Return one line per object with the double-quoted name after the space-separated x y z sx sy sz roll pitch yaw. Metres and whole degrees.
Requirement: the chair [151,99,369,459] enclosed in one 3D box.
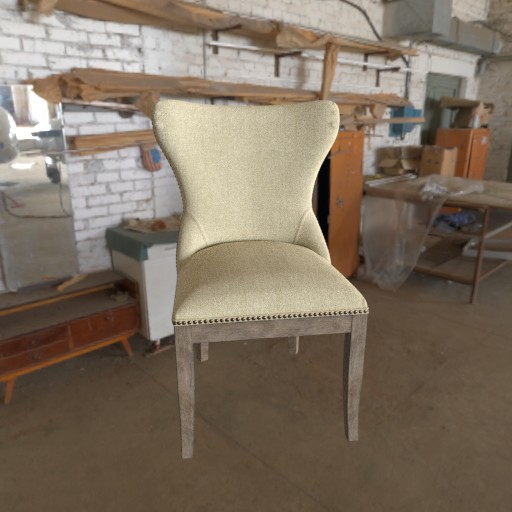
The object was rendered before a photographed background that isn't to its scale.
0.000 0.000 1.488 0.654 1.002 0.681 -3 18 -8 "chair"
